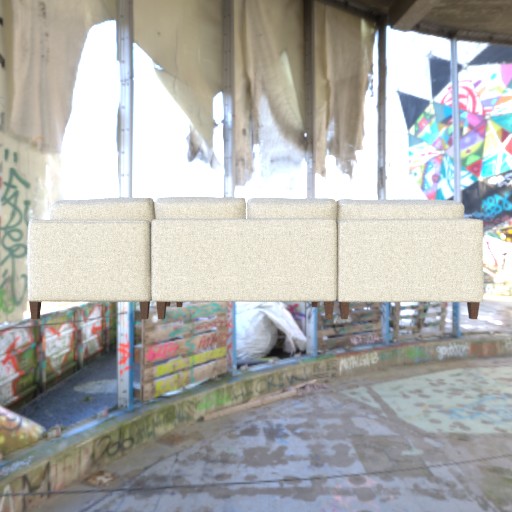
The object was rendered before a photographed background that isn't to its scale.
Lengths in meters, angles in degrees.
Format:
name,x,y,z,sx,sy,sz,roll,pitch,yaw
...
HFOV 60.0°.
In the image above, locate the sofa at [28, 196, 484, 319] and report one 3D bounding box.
name,x,y,z,sx,sy,sz,roll,pitch,yaw
sofa,0.000,0.000,4.577,3.460,0.959,2.593,0,0,0
